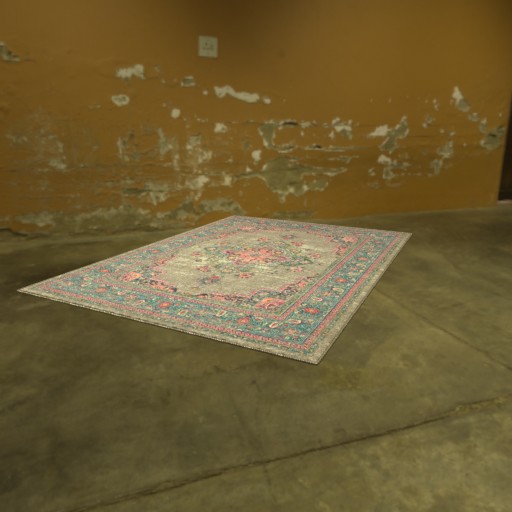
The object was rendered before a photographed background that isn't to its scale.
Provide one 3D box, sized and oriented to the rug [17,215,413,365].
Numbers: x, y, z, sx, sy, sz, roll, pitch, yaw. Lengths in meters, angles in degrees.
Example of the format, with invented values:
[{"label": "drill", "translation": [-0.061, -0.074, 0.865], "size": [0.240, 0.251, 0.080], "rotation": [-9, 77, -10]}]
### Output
[{"label": "rug", "translation": [0.000, 0.000, 2.843], "size": [1.609, 0.013, 2.214], "rotation": [8, 18, 26]}]
